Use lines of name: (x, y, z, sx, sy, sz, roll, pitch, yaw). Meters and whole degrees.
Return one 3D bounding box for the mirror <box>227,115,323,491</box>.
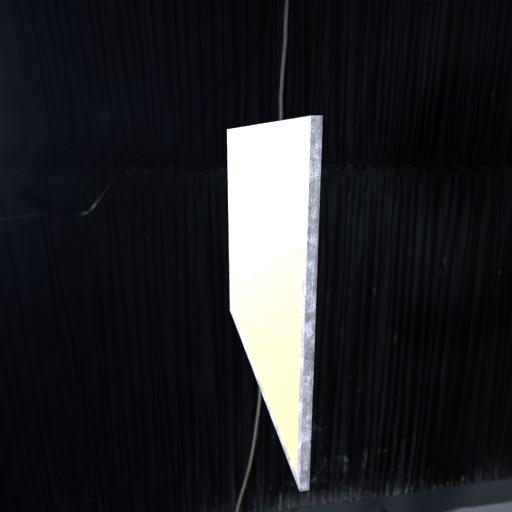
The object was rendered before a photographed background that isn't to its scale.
mirror: (0.000, 0.000, 1.406, 0.022, 0.795, 1.101, -3, 15, -11)
